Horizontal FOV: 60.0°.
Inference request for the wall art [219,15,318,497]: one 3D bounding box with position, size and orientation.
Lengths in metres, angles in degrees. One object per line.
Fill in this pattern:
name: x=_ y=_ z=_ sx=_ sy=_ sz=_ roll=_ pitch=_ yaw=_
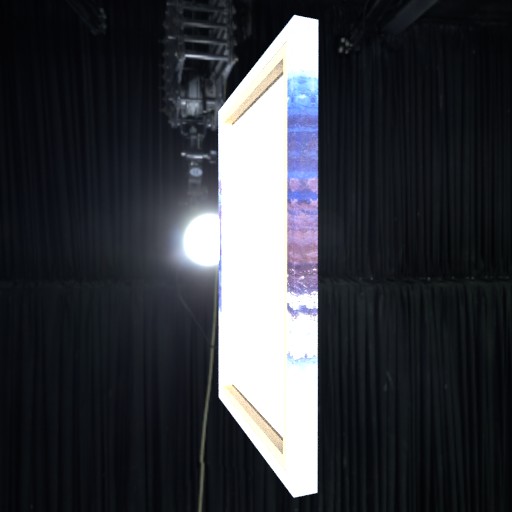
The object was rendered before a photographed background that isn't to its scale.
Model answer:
wall art: x=0.000 y=0.000 z=1.088 sx=0.048 sy=0.874 sz=0.583 roll=0 pitch=1 yaw=-18
